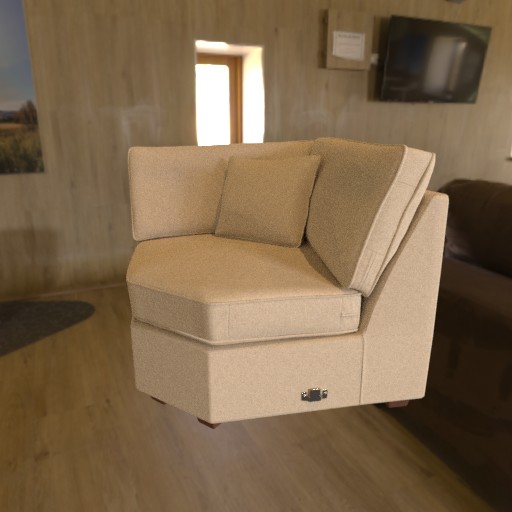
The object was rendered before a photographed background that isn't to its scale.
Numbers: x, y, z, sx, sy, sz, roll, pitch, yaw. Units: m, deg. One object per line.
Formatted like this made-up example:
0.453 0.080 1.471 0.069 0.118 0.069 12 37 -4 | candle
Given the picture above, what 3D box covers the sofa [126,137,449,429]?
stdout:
0.000 0.000 1.834 1.050 0.937 1.042 -3 16 -9 | sofa
